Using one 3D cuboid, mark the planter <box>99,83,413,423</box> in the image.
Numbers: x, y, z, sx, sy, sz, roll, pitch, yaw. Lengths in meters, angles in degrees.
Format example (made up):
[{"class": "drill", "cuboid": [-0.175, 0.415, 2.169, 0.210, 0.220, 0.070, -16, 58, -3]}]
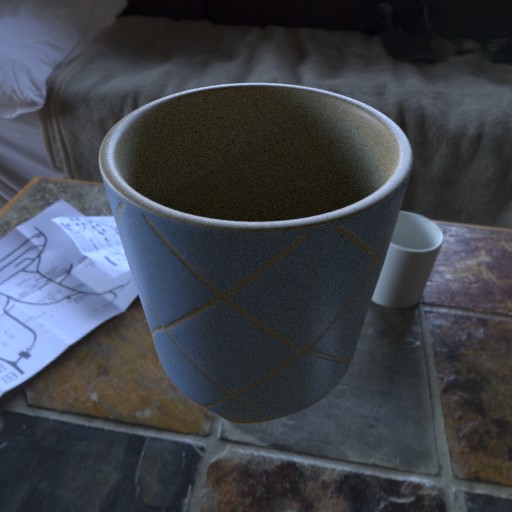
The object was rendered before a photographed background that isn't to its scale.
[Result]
[{"class": "planter", "cuboid": [0.000, 0.000, 0.406, 0.227, 0.235, 0.227, 0, 41, 0]}]
